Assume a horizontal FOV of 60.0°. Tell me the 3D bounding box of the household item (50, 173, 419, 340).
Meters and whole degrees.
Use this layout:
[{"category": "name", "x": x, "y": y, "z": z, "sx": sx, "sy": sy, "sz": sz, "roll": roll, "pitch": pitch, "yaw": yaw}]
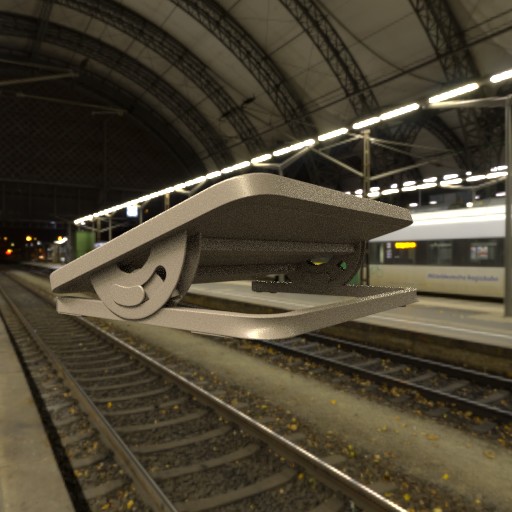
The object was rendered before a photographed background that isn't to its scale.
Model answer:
[{"category": "household item", "x": 0.000, "y": 0.000, "z": 0.549, "sx": 0.301, "sy": 0.126, "sz": 0.390, "roll": 0, "pitch": 0, "yaw": 37}]
